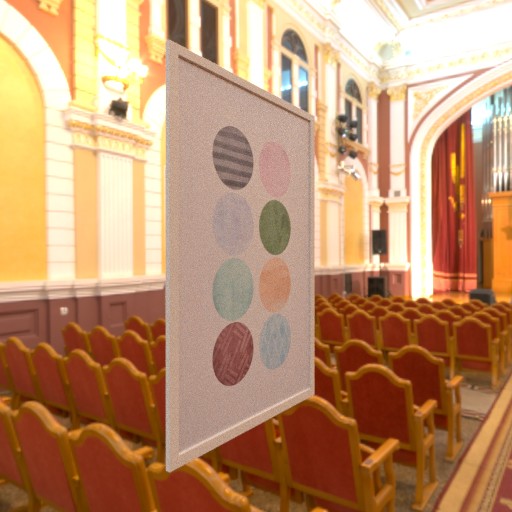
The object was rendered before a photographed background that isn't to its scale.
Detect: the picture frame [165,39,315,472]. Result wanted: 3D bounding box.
[{"bbox_3d":[0.000,0.000,1.233,0.013,0.940,0.659,0,0,36],"label":"picture frame"}]
